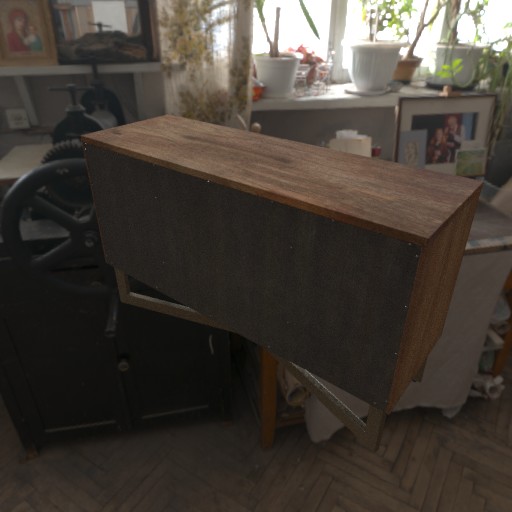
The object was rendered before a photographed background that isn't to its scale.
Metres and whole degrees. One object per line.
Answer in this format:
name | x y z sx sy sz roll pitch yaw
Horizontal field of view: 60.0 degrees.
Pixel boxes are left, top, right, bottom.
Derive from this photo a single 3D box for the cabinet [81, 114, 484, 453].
cabinet | 0.000 0.000 1.733 1.373 0.812 0.480 22 37 32
